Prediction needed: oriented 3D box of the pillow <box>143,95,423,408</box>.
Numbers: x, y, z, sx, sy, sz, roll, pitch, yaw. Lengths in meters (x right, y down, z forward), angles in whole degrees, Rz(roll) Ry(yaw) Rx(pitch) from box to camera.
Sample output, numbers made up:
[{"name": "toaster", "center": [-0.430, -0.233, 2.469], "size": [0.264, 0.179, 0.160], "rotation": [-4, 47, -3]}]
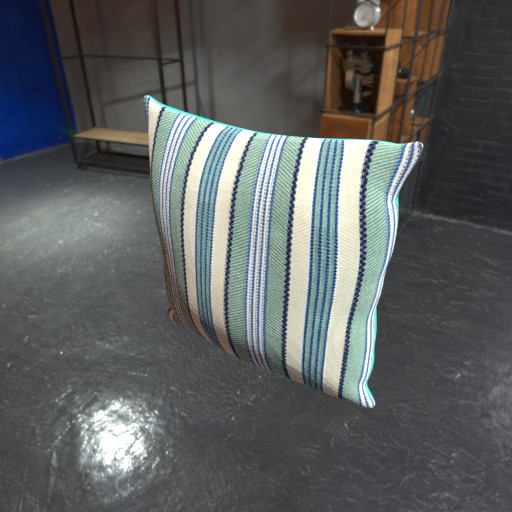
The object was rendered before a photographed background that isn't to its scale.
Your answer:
[{"name": "pillow", "center": [0.000, 0.000, 0.695], "size": [0.440, 0.441, 0.182], "rotation": [18, 35, 28]}]
